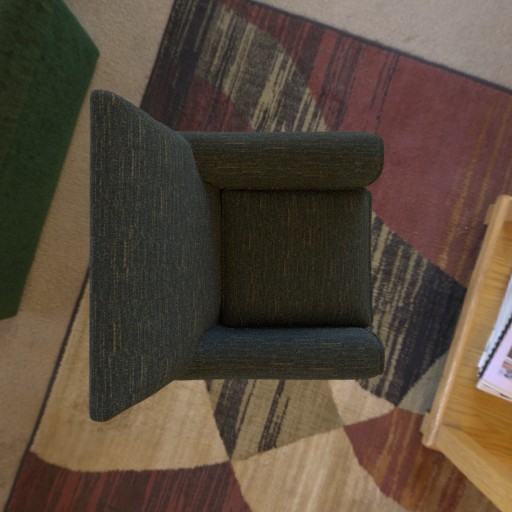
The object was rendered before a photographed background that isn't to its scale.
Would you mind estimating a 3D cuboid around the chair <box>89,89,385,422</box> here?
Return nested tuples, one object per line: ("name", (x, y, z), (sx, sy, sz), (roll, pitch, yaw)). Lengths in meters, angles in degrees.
("chair", (0.000, 0.000, 1.598), (0.873, 0.928, 0.864), (0, 90, -1))
